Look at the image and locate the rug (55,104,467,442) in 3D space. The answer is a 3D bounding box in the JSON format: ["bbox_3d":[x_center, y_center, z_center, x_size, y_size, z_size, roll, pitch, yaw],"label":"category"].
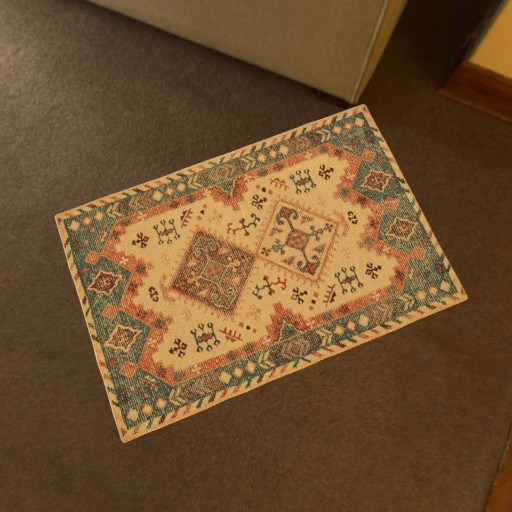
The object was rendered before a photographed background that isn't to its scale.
[{"bbox_3d":[0.000,0.000,2.308,1.840,0.015,1.225,-21,76,-6],"label":"rug"}]
